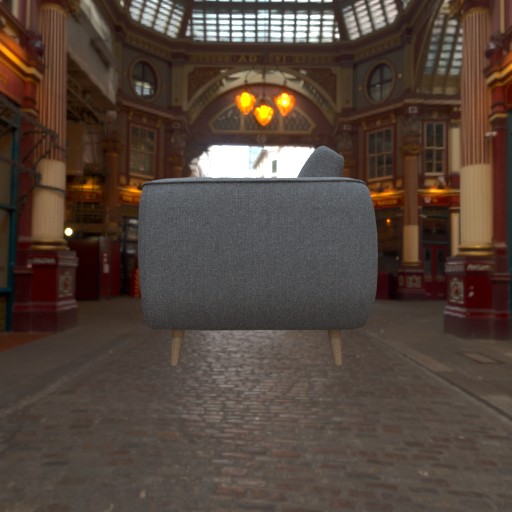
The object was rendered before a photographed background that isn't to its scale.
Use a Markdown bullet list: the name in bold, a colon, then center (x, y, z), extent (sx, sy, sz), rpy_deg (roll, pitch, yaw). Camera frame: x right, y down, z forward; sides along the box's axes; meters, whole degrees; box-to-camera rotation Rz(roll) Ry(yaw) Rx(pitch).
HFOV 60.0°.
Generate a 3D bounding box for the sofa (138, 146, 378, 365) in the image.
- **sofa**: center (0.000, 0.000, 2.512), extent (0.920, 0.870, 2.000), rpy_deg (0, -1, 0)
